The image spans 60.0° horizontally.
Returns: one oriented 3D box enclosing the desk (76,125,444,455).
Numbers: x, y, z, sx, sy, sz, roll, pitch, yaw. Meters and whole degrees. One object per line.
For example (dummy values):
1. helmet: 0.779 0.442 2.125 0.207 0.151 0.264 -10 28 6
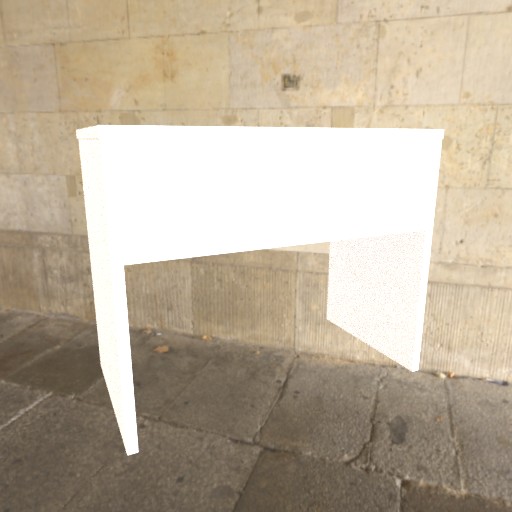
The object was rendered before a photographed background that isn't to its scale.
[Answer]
1. desk: 0.000 0.000 1.330 0.900 0.729 0.498 -7 16 -25
